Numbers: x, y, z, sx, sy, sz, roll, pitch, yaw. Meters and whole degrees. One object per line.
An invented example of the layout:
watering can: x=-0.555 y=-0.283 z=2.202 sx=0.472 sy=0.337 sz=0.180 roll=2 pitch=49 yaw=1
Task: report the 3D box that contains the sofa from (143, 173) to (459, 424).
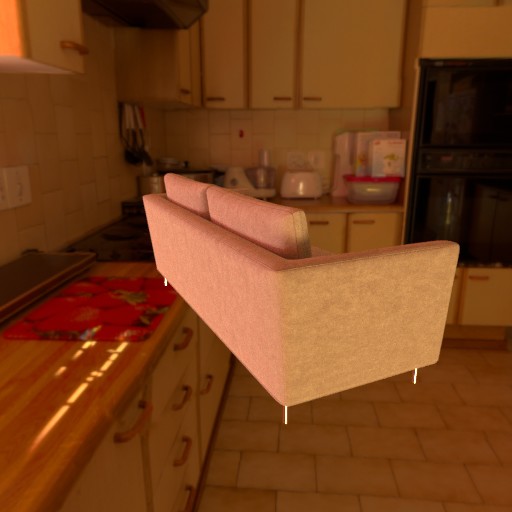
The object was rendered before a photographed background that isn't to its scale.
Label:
sofa: x=0.000 y=0.000 z=2.635 sx=0.889 sy=0.864 sz=2.121 roll=-7 pitch=17 yaw=-25
